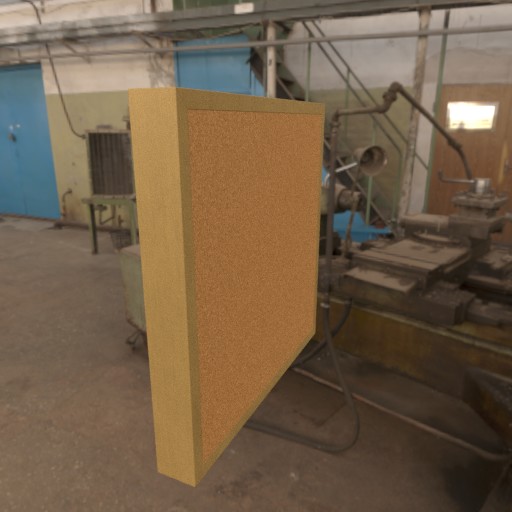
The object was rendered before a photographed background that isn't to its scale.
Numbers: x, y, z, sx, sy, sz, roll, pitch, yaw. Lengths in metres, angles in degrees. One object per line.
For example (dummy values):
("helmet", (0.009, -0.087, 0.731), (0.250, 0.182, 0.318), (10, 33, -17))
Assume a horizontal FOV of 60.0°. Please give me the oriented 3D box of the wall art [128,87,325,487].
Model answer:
("wall art", (0.000, 0.000, 0.455), (0.038, 0.305, 0.305), (8, 19, 25))
